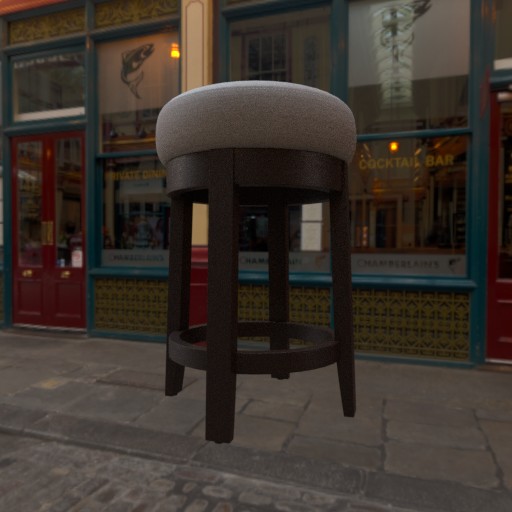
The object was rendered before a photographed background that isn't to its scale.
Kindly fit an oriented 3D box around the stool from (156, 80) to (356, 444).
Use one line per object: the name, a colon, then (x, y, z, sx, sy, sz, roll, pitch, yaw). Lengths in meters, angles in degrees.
stool: (0.000, 0.000, 1.003, 0.443, 0.672, 0.443, 0, 0, 0)
